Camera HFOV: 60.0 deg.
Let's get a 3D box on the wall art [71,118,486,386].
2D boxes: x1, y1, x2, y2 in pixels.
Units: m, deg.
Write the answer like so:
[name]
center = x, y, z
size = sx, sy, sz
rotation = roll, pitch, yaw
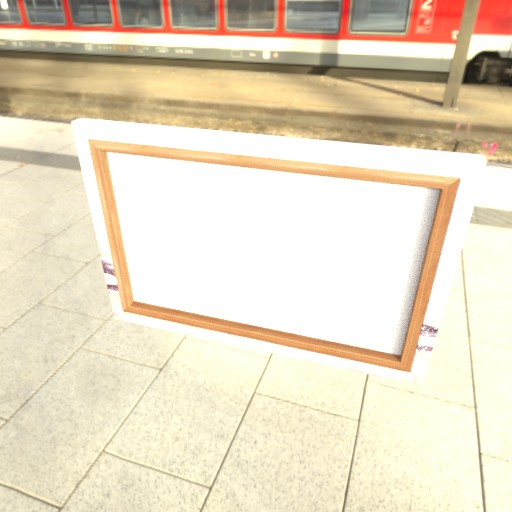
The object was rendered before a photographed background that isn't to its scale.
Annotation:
[wall art]
center = 0.000, 0.000, 1.117
size = 0.913, 0.609, 0.038
rotation = 9, 33, 15
